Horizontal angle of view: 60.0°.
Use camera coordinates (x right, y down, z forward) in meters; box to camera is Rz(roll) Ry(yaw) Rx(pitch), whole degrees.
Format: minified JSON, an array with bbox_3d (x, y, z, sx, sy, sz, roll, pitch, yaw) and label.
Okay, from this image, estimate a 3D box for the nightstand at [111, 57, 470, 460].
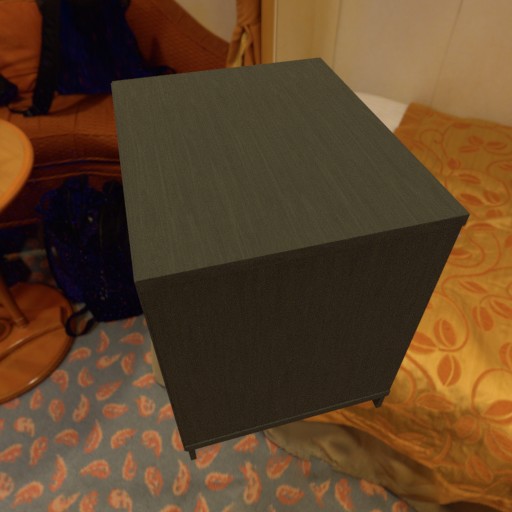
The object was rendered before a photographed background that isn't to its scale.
[{"bbox_3d":[0.000,0.000,0.734,0.347,0.448,0.427,-11,47,-11],"label":"nightstand"}]
